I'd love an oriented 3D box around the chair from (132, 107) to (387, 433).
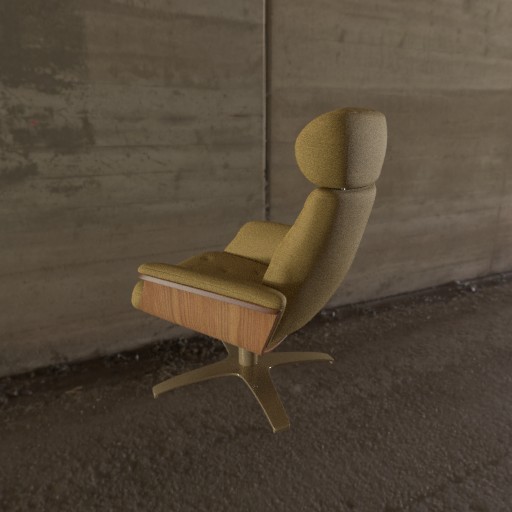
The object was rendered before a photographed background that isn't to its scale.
[{"bbox_3d":[0.000,0.000,1.590,0.837,0.995,0.785,8,18,25],"label":"chair"}]
